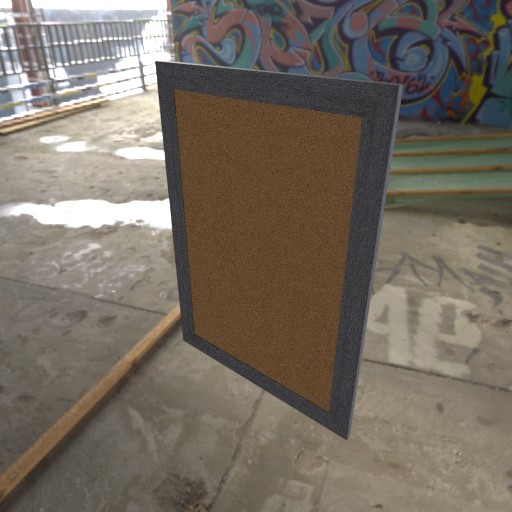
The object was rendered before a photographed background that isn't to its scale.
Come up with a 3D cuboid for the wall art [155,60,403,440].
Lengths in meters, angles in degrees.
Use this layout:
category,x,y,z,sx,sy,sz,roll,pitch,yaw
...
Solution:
category,x,y,z,sx,sy,sz,roll,pitch,yaw
wall art,0.000,0.000,1.377,0.768,1.070,0.020,22,36,34
